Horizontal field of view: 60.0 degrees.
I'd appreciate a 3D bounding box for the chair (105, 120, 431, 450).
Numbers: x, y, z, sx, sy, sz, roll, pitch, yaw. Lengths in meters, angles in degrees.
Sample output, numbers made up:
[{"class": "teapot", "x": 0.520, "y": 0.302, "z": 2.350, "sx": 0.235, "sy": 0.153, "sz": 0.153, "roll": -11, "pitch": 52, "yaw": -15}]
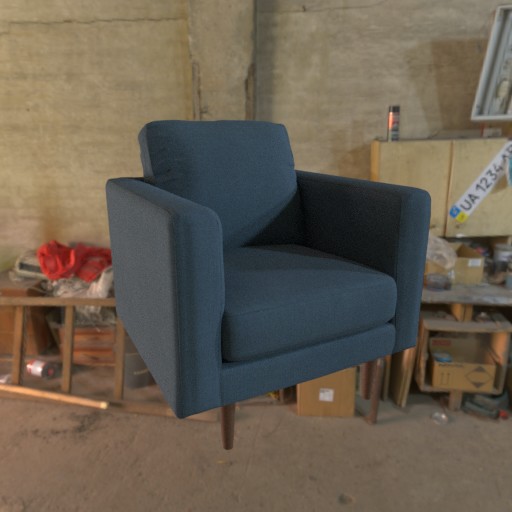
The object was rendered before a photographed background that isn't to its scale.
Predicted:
[{"class": "chair", "x": 0.000, "y": 0.000, "z": 1.551, "sx": 0.855, "sy": 0.922, "sz": 0.820, "roll": -8, "pitch": 18, "yaw": -27}]
